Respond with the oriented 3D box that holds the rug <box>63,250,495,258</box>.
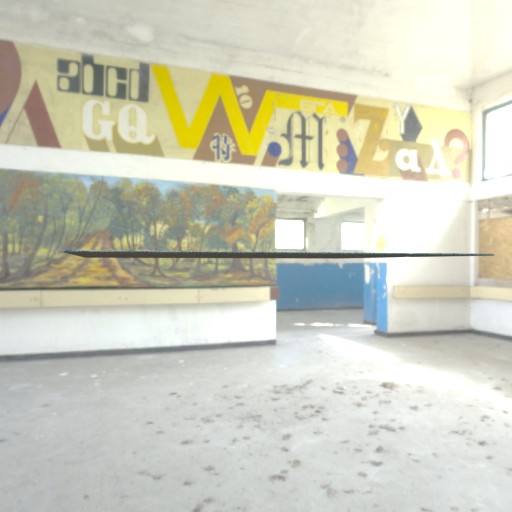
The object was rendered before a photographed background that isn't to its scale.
[{"bbox_3d":[0.000,0.000,4.066,3.050,0.016,2.441,0,-1,-19],"label":"rug"}]
